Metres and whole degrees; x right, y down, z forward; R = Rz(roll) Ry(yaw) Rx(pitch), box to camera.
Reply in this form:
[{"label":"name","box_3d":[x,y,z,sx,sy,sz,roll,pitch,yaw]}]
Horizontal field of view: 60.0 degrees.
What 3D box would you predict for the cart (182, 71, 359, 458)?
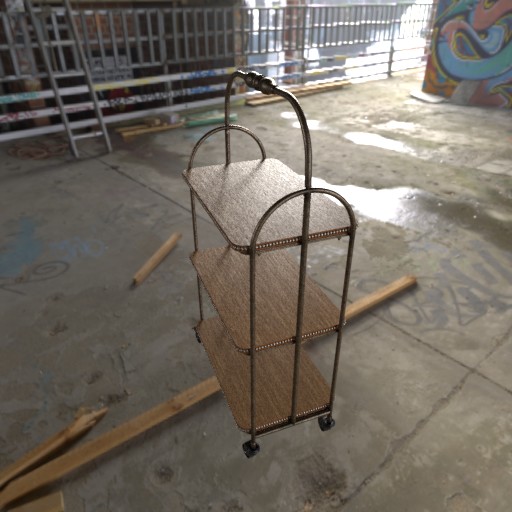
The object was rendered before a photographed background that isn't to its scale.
[{"label":"cart","box_3d":[0.000,0.000,1.363,0.330,1.052,0.650,-11,33,-18]}]
